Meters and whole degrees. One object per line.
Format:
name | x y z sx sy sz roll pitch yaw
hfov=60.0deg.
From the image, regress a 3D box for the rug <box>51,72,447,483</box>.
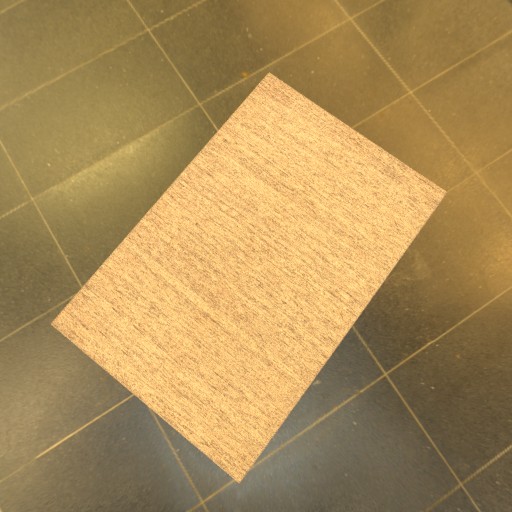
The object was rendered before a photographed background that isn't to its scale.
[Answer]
rug | 0.000 0.000 2.341 1.225 0.013 1.840 37 79 8
